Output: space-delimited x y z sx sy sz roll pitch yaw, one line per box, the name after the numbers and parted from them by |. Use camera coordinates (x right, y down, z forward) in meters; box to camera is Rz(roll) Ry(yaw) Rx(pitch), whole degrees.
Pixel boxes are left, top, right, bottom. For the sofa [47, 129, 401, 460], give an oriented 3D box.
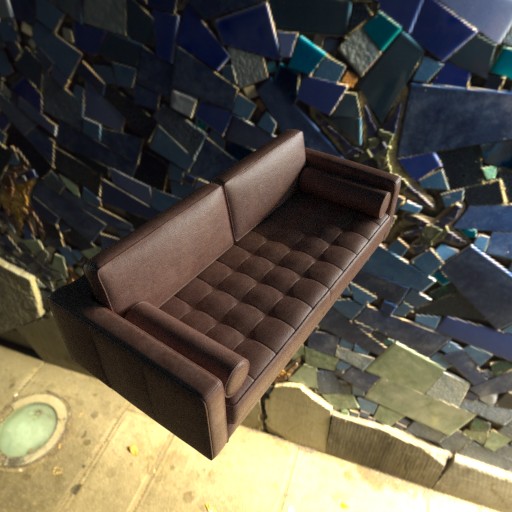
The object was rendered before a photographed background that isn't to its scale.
0.000 0.000 2.380 0.910 0.760 1.870 24 45 26 | sofa
